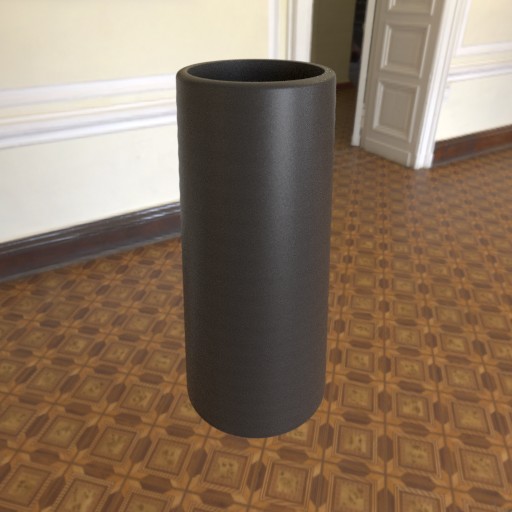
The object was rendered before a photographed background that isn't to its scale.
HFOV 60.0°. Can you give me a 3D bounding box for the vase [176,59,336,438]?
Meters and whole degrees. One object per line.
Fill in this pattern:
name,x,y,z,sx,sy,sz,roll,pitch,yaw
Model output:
vase,0.000,0.000,0.368,0.136,0.289,0.136,-10,33,-16
